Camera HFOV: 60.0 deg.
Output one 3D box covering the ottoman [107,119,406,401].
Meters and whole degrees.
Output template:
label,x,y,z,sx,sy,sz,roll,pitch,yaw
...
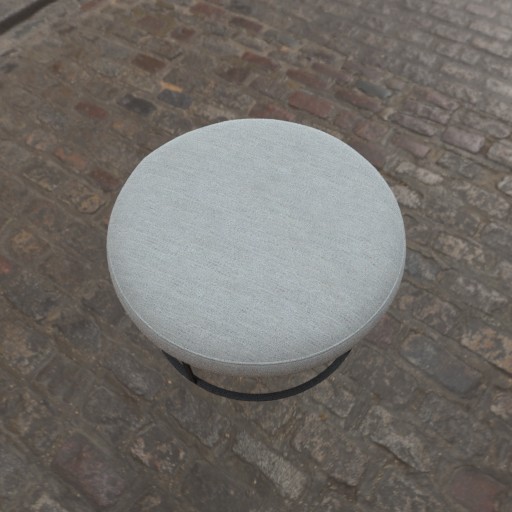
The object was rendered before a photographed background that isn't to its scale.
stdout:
label,x,y,z,sx,sy,sz,roll,pitch,yaw
ottoman,0.000,0.000,1.271,0.769,0.459,0.769,0,59,0
